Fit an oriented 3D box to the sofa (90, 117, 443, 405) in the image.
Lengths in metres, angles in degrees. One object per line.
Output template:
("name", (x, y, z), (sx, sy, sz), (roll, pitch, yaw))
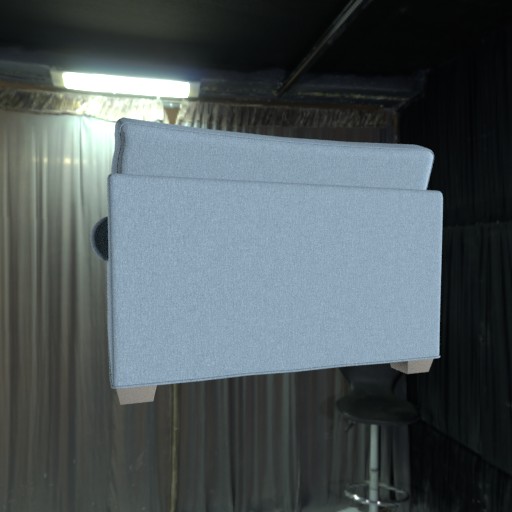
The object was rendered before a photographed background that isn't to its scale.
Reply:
("sofa", (0.000, 0.000, 2.029), (1.410, 0.953, 0.940), (0, 1, -19))
